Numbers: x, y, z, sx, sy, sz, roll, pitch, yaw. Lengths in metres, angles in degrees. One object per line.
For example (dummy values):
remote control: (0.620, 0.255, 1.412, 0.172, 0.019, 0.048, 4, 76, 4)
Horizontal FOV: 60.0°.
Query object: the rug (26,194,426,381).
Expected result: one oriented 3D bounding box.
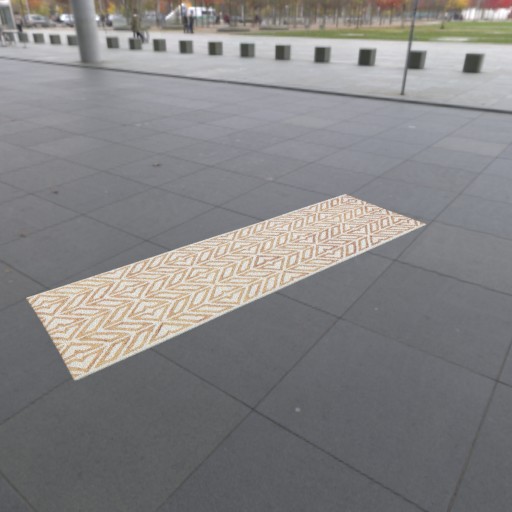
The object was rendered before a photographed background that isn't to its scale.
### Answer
rug: (0.000, 0.000, 2.692, 2.435, 0.009, 0.750, -21, 35, -33)
